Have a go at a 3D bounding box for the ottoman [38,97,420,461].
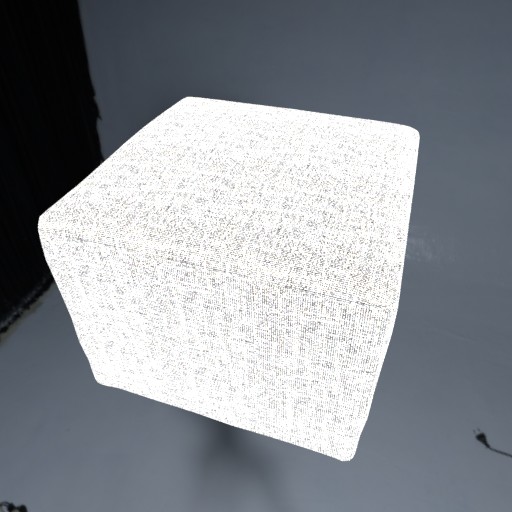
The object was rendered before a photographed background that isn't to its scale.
[{"bbox_3d":[0.000,0.000,0.871,0.521,0.453,0.512,12,42,14],"label":"ottoman"}]
